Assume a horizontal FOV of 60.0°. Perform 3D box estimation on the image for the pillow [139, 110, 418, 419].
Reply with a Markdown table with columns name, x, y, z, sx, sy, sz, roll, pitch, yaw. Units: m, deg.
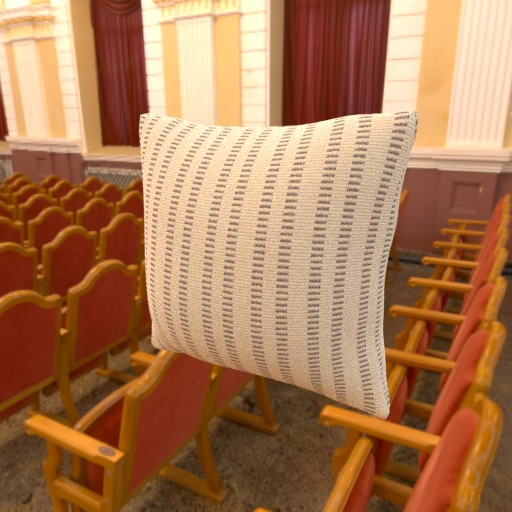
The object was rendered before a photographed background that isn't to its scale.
| name | x | y | z | sx | sy | sz | roll | pitch | yaw |
| --- | --- | --- | --- | --- | --- | --- | --- | --- | --- |
| pillow | 0.000 | 0.000 | 0.675 | 0.438 | 0.419 | 0.247 | 9 | 19 | 28 |
